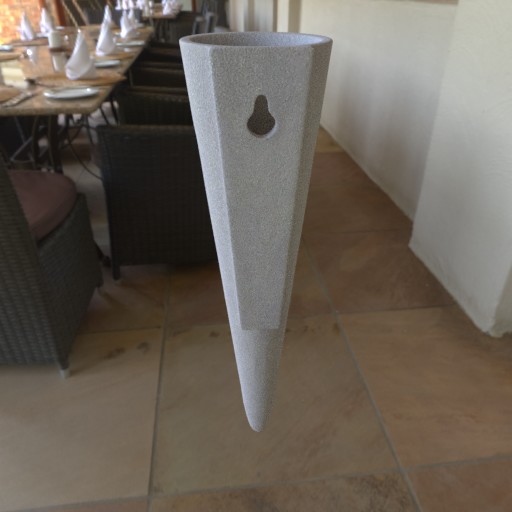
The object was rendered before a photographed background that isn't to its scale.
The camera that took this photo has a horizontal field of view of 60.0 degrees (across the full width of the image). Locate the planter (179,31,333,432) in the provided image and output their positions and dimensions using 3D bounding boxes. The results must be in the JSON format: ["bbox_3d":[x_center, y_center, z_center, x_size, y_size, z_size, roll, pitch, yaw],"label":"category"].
[{"bbox_3d":[0.000,0.000,0.292,0.078,0.259,0.087,-2,31,-3],"label":"planter"}]
